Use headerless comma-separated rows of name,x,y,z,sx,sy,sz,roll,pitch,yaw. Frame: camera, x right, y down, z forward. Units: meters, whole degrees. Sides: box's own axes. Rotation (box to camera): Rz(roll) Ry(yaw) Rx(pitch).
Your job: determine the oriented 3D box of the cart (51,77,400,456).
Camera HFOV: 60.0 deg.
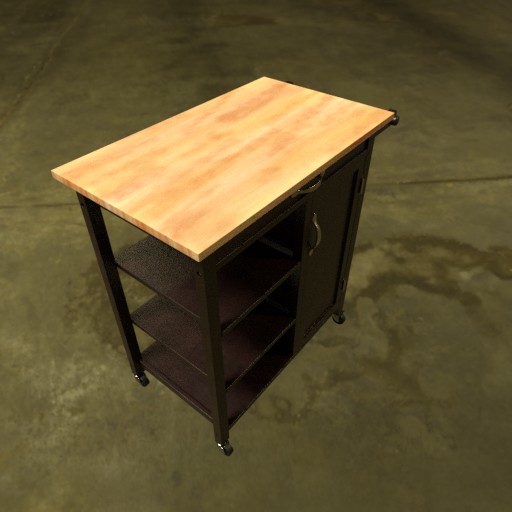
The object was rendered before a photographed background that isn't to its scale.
cart,0.000,0.000,1.456,0.472,0.878,0.914,28,48,28
